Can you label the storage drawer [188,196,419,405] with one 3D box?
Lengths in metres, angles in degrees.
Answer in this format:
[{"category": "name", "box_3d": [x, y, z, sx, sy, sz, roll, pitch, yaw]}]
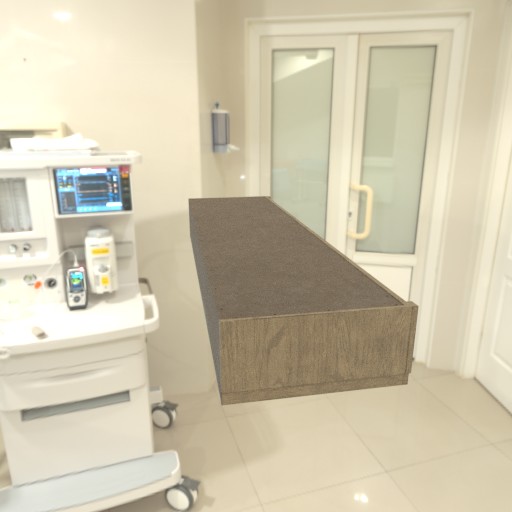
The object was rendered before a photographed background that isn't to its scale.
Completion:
[{"category": "storage drawer", "box_3d": [0.000, 0.000, 2.274, 0.591, 0.274, 2.072, -3, 17, -10]}]
